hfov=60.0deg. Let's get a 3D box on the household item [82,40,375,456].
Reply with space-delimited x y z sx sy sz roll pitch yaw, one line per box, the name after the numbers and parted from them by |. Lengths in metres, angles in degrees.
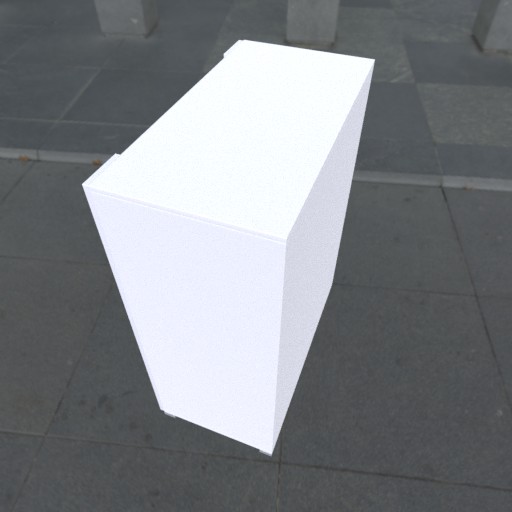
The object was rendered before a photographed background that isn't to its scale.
0.000 0.000 1.425 0.420 1.010 0.790 16 48 15 | household item
